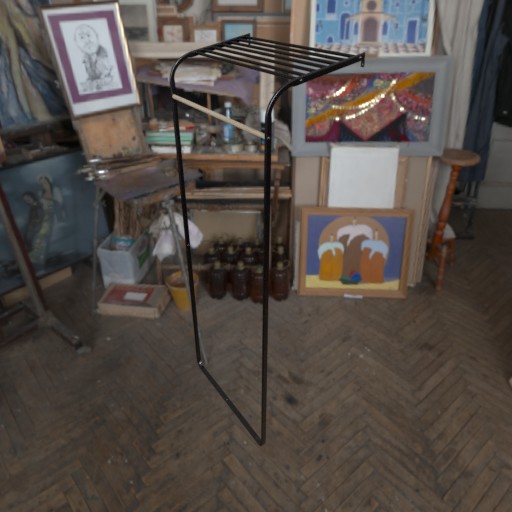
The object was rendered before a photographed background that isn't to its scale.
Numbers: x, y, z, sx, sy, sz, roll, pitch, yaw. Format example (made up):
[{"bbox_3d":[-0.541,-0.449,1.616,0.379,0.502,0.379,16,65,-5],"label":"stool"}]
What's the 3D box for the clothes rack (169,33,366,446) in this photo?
[{"bbox_3d":[0.000,0.000,1.819,0.349,1.574,0.609,-20,38,-28],"label":"clothes rack"}]
